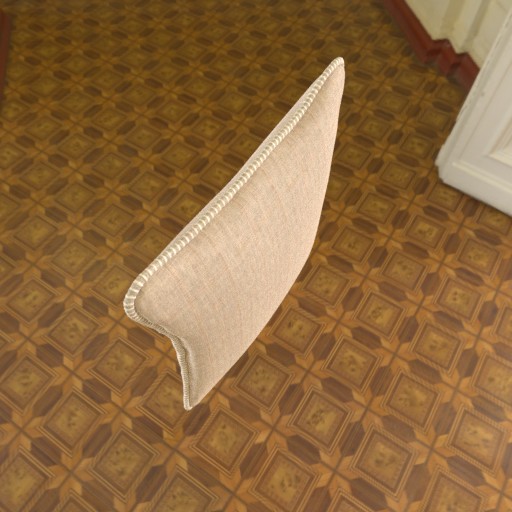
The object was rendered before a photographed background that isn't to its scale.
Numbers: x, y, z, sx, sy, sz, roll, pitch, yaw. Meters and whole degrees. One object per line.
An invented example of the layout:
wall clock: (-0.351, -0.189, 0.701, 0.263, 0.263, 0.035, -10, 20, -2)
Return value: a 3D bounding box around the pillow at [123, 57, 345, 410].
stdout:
pillow: (0.000, 0.000, 0.745, 0.124, 0.494, 0.485, 29, 63, 17)
